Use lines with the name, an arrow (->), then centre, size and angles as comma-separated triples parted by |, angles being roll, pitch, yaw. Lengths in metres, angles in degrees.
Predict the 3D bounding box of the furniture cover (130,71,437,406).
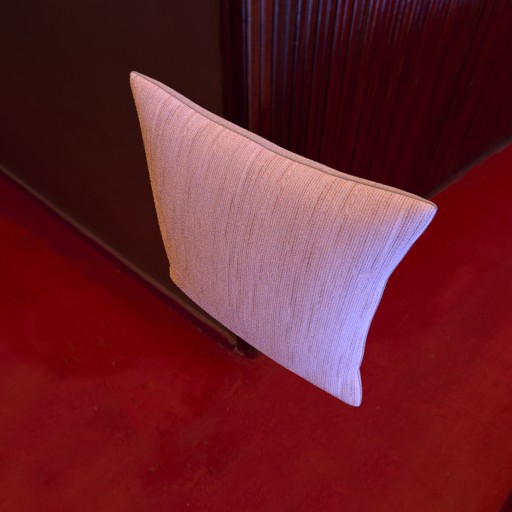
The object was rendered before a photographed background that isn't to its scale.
furniture cover -> 0.000, 0.000, 0.771 | 0.512, 0.506, 0.178 | 31, 55, 25
